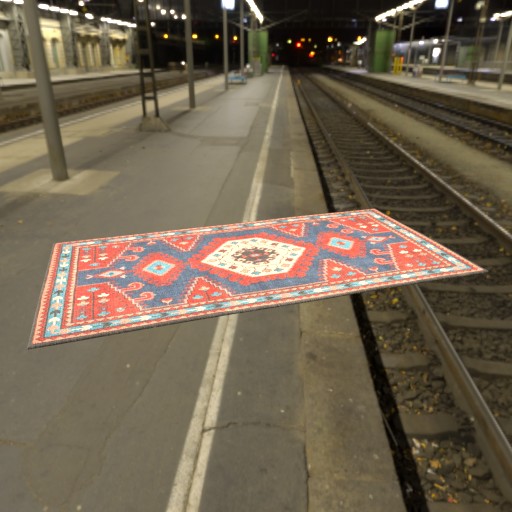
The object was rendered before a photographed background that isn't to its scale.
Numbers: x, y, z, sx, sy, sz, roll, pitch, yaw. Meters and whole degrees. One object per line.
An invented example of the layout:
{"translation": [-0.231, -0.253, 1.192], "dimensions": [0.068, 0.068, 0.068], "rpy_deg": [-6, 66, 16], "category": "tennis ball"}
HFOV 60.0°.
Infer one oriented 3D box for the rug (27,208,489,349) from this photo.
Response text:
{"translation": [0.000, 0.000, 3.425], "dimensions": [3.032, 0.034, 1.522], "rpy_deg": [-7, 25, -16], "category": "rug"}
